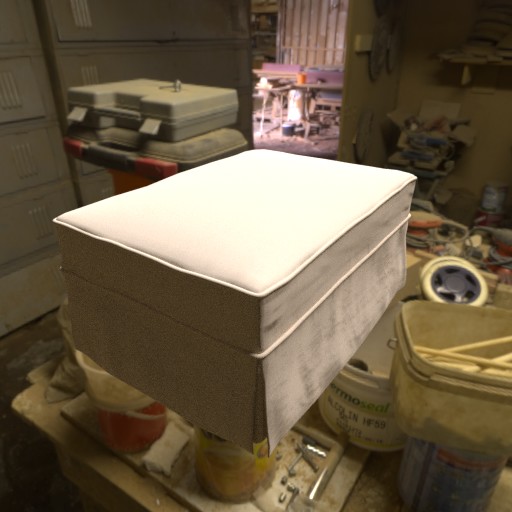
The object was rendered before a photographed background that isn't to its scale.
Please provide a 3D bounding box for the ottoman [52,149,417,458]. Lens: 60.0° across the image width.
[{"bbox_3d":[0.000,0.000,1.352,0.703,0.479,0.944,17,32,31],"label":"ottoman"}]
